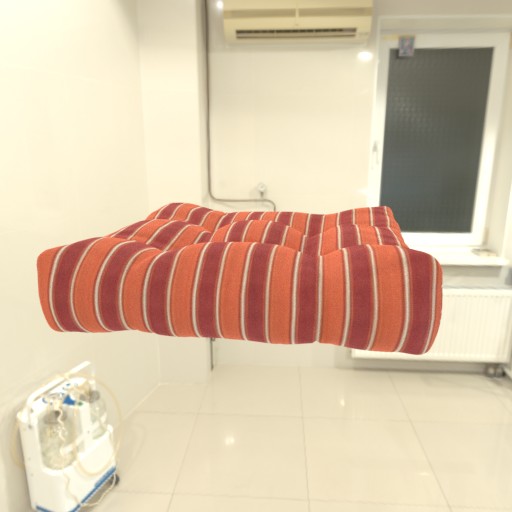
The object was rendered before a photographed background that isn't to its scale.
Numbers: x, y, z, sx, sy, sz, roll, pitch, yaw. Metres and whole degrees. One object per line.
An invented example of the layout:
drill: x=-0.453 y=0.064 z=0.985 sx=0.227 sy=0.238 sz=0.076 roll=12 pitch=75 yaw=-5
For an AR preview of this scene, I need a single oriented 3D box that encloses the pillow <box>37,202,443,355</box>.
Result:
pillow: x=0.000 y=0.000 z=0.724 sx=0.490 sy=0.133 sz=0.468 roll=3 pitch=15 yaw=10
